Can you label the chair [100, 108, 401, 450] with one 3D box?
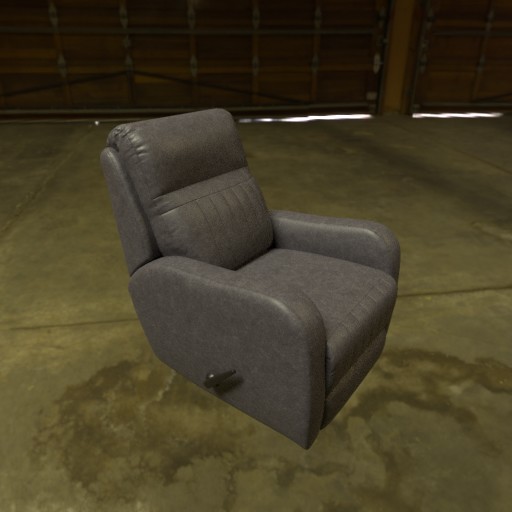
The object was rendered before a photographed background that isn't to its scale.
[{"bbox_3d":[0.000,0.000,1.854,1.067,1.067,0.865,18,31,32],"label":"chair"}]
